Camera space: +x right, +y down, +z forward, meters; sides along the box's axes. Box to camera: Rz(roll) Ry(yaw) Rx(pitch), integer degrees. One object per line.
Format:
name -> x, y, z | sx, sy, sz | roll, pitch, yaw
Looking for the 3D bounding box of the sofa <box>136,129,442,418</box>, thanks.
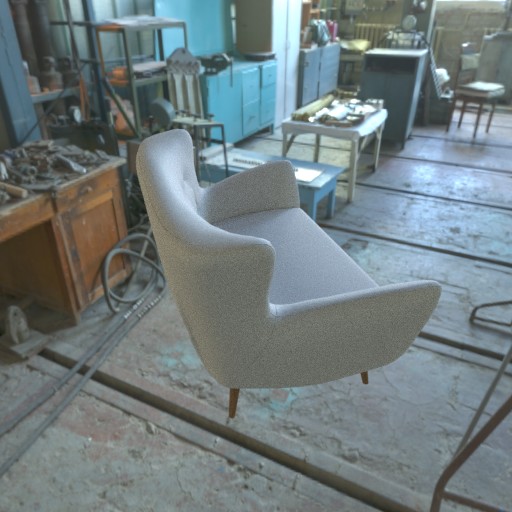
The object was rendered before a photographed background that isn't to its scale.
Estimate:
sofa -> 0.000, 0.000, 2.026 | 0.921, 0.878, 1.424 | -10, 32, -16
